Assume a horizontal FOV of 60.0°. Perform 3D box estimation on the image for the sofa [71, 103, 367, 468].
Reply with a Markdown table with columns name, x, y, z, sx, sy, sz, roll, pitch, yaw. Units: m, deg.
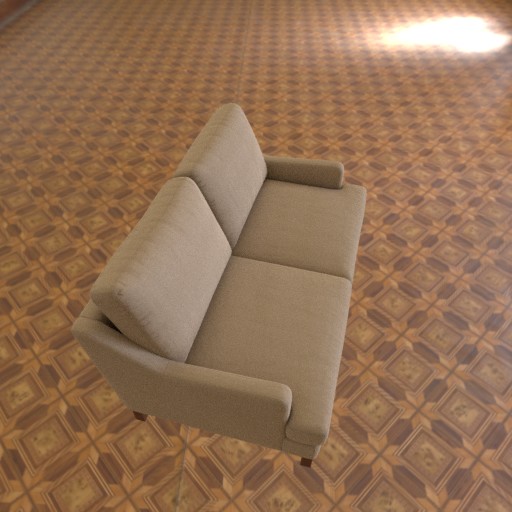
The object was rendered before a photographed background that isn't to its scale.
| name | x | y | z | sx | sy | sz | roll | pitch | yaw |
| --- | --- | --- | --- | --- | --- | --- | --- | --- | --- |
| sofa | 0.000 | 0.000 | 2.252 | 1.004 | 0.910 | 1.619 | 11 | 46 | 11 |
